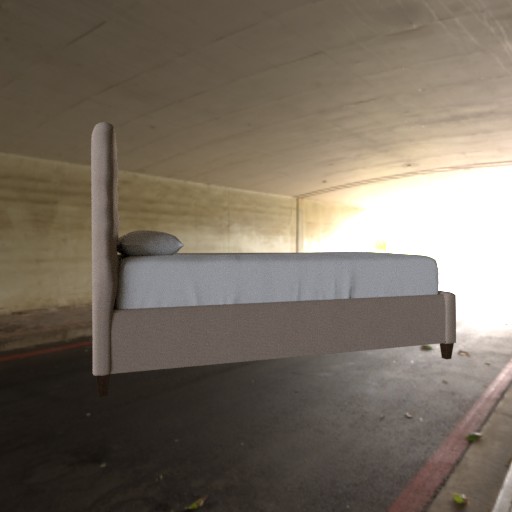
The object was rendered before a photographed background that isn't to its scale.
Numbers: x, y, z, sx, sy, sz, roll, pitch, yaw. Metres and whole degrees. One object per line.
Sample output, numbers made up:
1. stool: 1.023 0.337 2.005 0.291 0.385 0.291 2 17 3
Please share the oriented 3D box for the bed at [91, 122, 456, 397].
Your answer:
1. bed: 0.000 0.000 3.460 2.387 1.427 1.698 0 1 -20
